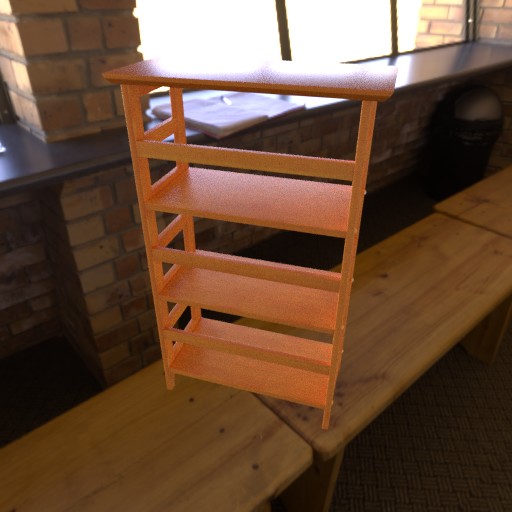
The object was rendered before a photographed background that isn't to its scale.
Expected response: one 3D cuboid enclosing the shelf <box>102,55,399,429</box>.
[{"bbox_3d":[0.000,0.000,1.358,0.660,1.067,0.305,9,33,14],"label":"shelf"}]
